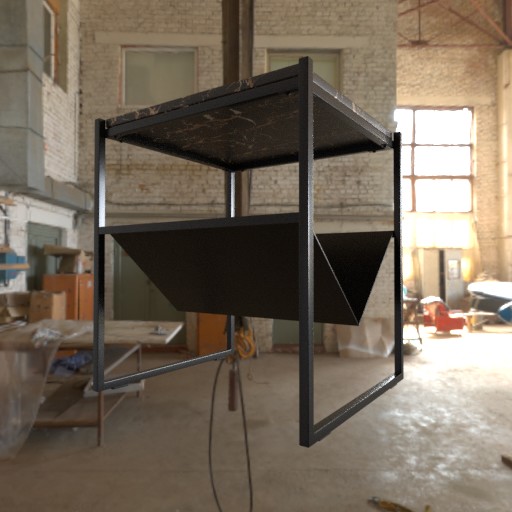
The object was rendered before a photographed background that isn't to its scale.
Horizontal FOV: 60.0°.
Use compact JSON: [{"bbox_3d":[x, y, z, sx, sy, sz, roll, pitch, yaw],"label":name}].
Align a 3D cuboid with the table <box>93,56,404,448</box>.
[{"bbox_3d":[0.000,0.000,0.906,0.469,0.534,0.432,-1,-1,35],"label":"table"}]
